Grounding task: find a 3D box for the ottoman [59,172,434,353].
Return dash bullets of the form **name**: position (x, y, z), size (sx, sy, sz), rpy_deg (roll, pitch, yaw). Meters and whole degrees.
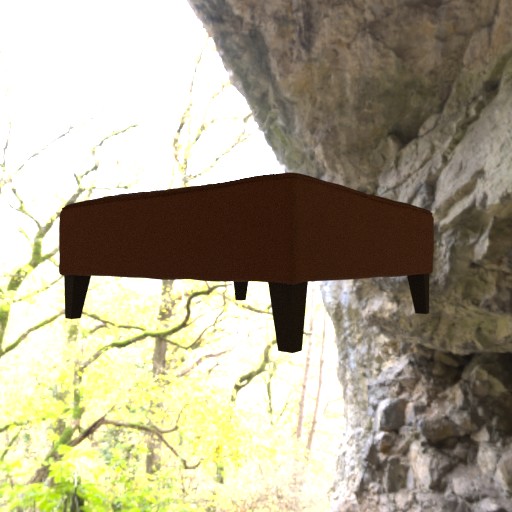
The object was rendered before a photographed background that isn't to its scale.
- **ottoman**: position (0.000, 0.000, 1.626), size (0.997, 0.438, 0.999), rpy_deg (-1, -1, 38)
